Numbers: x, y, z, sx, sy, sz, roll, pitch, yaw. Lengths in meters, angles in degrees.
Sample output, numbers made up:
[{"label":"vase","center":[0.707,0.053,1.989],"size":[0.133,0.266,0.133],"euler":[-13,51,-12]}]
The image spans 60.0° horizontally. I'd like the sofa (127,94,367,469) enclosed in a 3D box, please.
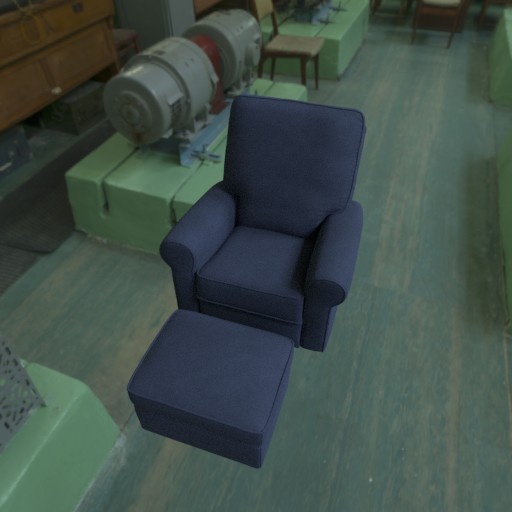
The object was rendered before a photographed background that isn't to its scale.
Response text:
[{"label":"sofa","center":[0.000,0.000,2.016],"size":[0.880,0.959,1.478],"euler":[13,44,14]}]
